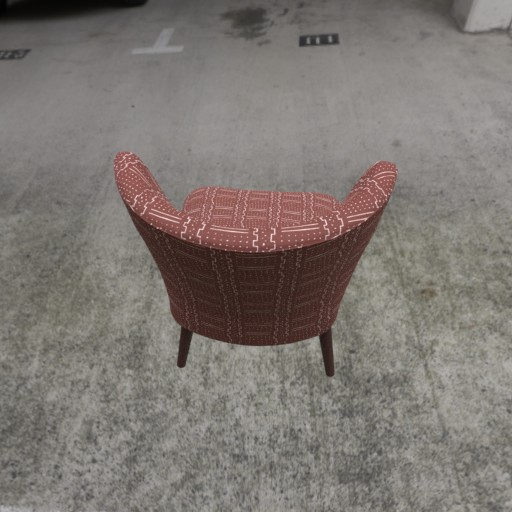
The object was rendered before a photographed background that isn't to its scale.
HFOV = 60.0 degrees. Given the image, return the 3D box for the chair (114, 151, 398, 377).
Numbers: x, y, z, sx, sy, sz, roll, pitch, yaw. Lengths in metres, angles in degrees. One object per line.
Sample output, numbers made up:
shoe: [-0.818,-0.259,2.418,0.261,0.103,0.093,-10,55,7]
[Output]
chair: [0.000,0.000,1.428,0.706,0.866,0.758,3,47,3]
